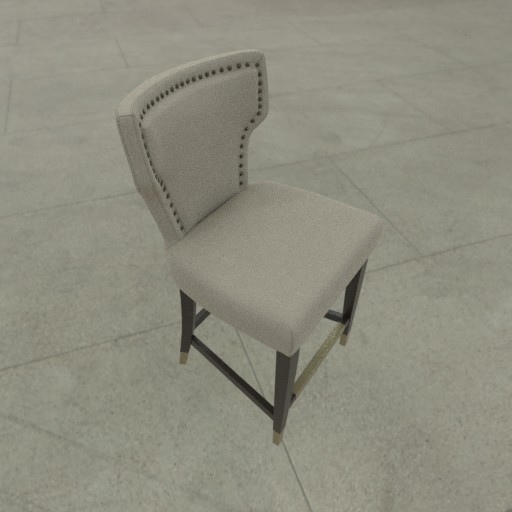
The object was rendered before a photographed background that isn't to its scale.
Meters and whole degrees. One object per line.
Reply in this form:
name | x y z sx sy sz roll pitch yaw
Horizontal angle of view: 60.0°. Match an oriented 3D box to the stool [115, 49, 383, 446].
stool | 0.000 0.000 1.308 0.563 0.982 0.527 25 48 25
